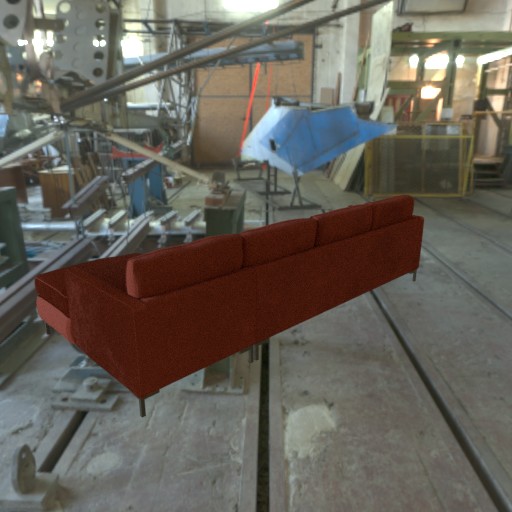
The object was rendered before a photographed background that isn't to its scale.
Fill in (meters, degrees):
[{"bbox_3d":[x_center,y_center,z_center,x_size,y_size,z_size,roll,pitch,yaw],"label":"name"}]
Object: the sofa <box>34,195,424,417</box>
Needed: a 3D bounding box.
[{"bbox_3d":[0.000,0.000,3.497,2.932,0.810,1.350,-16,23,-42],"label":"sofa"}]
